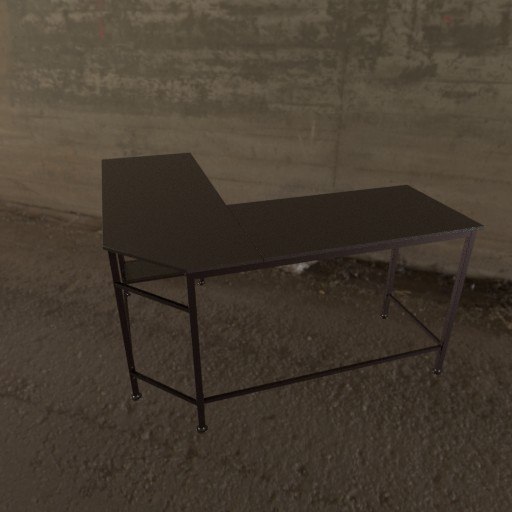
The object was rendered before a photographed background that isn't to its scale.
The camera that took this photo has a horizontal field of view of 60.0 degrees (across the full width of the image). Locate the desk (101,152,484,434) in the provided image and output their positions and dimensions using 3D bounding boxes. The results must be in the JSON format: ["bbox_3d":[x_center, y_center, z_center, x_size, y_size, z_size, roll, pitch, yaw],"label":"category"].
[{"bbox_3d":[0.000,0.000,2.248,1.379,0.739,1.379,-8,29,-15],"label":"desk"}]
